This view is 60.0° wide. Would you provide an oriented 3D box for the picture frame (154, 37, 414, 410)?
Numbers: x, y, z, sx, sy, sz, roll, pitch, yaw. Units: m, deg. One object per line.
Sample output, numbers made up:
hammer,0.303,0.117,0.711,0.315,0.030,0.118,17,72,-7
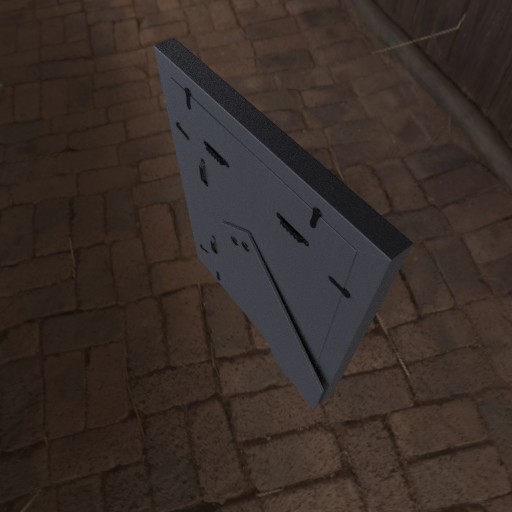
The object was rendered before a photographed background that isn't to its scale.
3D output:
picture frame,0.000,0.000,0.523,0.036,0.383,0.307,-33,63,-19
